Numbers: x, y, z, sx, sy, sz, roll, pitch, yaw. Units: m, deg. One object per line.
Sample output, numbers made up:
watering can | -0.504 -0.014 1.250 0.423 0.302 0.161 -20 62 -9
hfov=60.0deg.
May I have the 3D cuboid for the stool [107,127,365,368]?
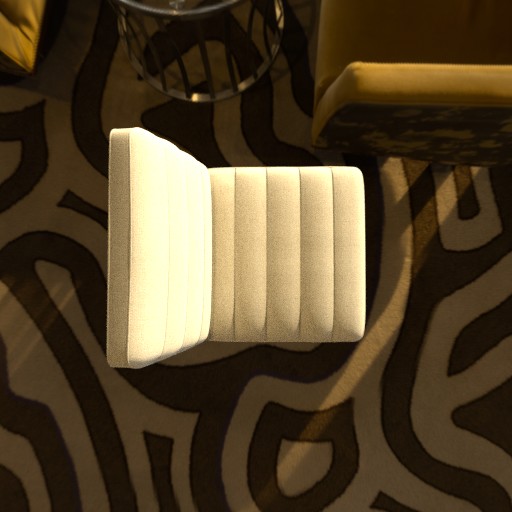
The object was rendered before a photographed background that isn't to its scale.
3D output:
stool | 0.000 0.000 1.322 0.560 1.040 0.460 0 88 -1
